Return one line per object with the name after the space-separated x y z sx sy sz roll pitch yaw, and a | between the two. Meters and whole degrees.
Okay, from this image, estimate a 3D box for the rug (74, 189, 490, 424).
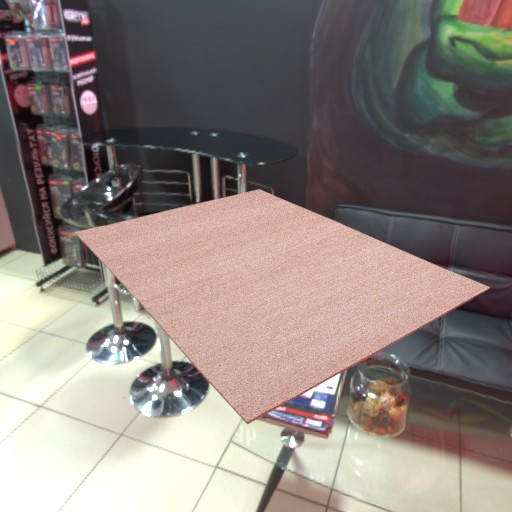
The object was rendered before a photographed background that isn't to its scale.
0.000 0.000 4.149 2.434 0.045 3.202 -18 32 -32 | rug
